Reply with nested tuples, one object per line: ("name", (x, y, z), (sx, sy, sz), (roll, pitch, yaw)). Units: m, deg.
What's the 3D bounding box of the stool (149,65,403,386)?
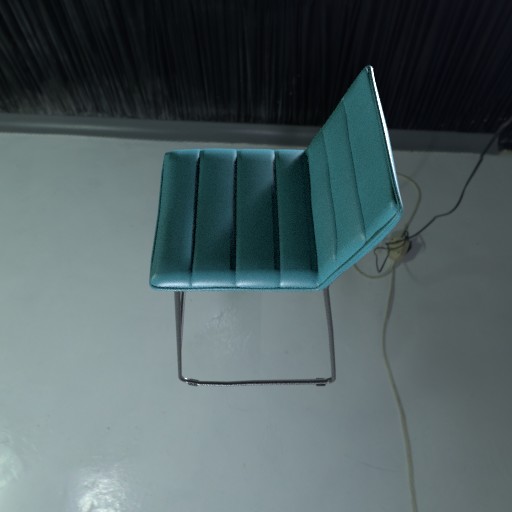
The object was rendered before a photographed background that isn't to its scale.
("stool", (0.000, 0.000, 1.221), (0.524, 0.936, 0.489), (-1, 60, 0))
